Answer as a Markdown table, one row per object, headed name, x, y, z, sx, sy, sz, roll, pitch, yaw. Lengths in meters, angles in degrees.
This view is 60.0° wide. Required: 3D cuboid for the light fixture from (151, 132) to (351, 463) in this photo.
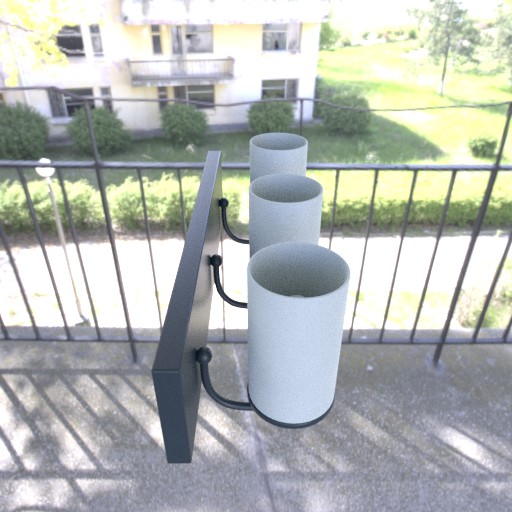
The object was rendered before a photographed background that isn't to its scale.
| name | x | y | z | sx | sy | sz | roll | pitch | yaw |
| --- | --- | --- | --- | --- | --- | --- | --- | --- | --- |
| light fixture | 0.000 | 0.000 | 0.517 | 0.145 | 0.172 | 0.451 | 0 | 32 | 0 |
